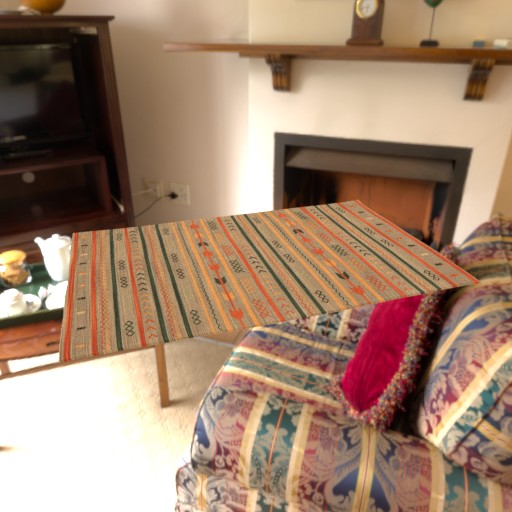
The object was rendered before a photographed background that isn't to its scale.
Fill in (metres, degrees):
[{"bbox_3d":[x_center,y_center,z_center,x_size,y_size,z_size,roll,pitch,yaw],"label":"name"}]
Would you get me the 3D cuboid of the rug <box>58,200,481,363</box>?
[{"bbox_3d":[0.000,0.000,3.051,2.439,0.029,1.537,-8,28,-16],"label":"rug"}]
